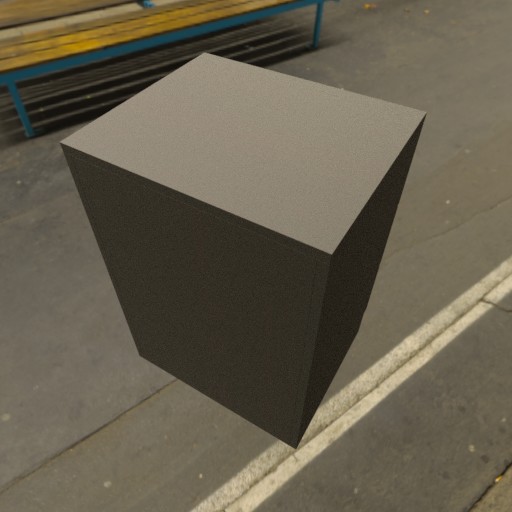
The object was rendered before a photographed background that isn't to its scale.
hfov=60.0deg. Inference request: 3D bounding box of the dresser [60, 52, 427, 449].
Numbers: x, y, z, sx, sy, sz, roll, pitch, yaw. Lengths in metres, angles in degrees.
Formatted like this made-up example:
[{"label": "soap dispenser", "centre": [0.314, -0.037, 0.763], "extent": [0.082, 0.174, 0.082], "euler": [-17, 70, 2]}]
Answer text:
[{"label": "dresser", "centre": [0.000, 0.000, 0.835], "extent": [0.400, 0.560, 0.360], "euler": [24, 52, 21]}]
